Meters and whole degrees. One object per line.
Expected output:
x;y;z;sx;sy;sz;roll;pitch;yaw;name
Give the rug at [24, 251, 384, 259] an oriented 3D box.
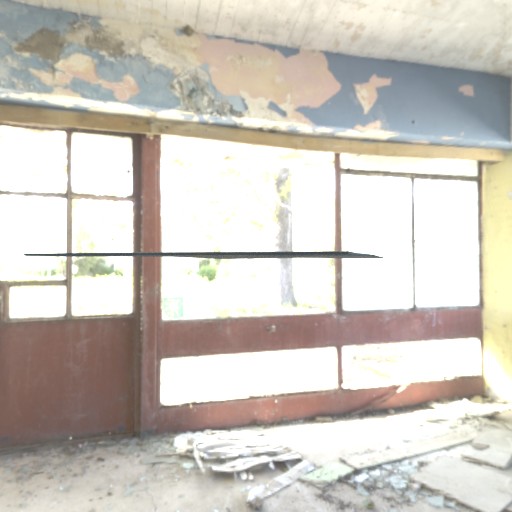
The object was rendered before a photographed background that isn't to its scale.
0.000;0.000;2.223;1.145;0.021;1.777;0;-1;19;rug
